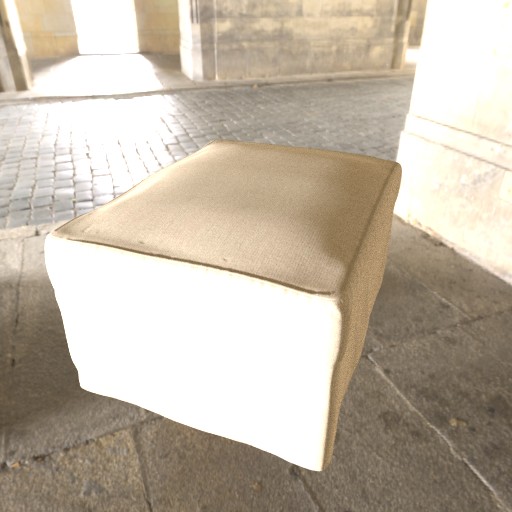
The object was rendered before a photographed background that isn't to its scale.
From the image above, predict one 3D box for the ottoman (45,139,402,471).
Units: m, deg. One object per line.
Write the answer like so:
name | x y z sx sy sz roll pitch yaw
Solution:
ottoman | 0.000 0.000 1.222 0.650 0.485 0.833 11 32 19
